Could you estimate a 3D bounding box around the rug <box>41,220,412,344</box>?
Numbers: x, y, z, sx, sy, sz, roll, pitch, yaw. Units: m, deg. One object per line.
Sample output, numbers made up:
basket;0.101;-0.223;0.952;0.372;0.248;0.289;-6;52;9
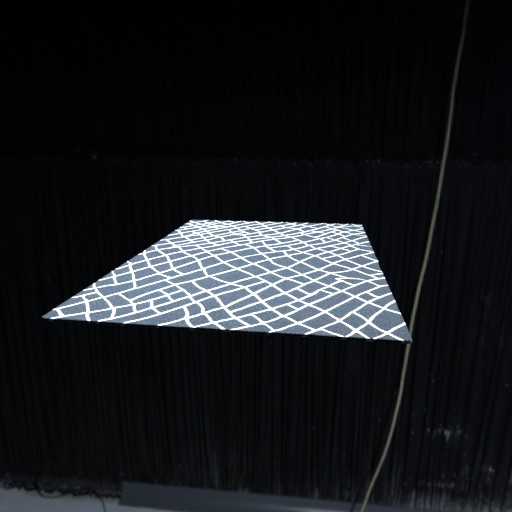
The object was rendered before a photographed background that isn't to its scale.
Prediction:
rug;0.000;0.000;2.289;1.223;0.013;1.830;2;15;8
